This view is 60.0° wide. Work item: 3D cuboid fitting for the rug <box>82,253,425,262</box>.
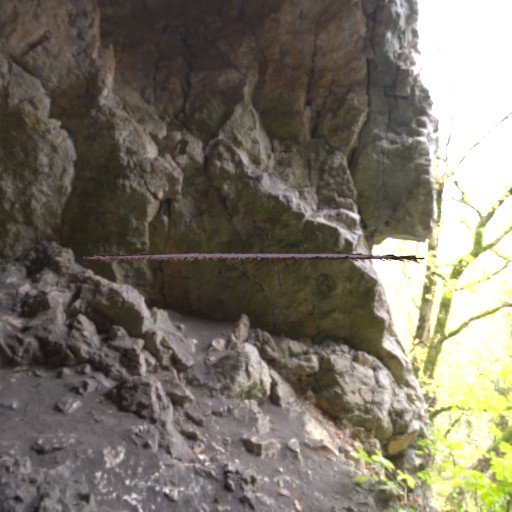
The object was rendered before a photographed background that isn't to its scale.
[{"bbox_3d":[0.000,0.000,2.574,1.469,0.040,2.025,0,1,1],"label":"rug"}]
